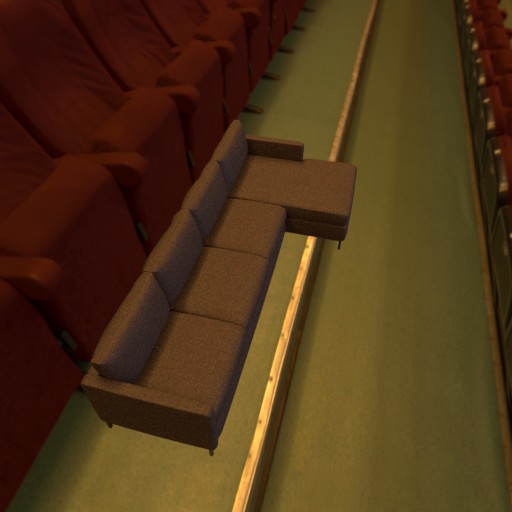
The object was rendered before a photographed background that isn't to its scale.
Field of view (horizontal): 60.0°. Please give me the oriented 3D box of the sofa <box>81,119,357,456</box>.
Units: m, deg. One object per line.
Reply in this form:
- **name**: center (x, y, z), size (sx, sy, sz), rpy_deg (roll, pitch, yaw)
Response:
- **sofa**: center (0.000, 0.000, 3.874), size (1.483, 0.892, 3.221), rpy_deg (11, 47, 10)
